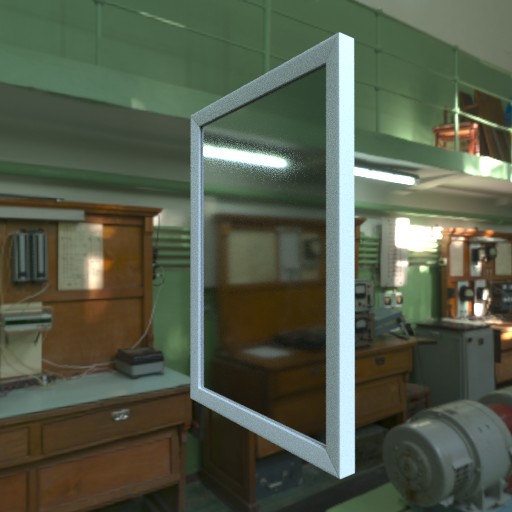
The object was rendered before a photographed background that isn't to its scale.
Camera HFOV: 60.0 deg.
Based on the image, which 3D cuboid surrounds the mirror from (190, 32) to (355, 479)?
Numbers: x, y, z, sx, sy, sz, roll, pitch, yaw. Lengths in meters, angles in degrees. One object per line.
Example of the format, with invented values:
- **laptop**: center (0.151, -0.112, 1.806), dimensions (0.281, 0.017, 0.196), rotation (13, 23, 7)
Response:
- **mirror**: center (0.000, 0.000, 0.921), dimensions (0.040, 0.710, 0.507), rotation (0, -1, -36)
